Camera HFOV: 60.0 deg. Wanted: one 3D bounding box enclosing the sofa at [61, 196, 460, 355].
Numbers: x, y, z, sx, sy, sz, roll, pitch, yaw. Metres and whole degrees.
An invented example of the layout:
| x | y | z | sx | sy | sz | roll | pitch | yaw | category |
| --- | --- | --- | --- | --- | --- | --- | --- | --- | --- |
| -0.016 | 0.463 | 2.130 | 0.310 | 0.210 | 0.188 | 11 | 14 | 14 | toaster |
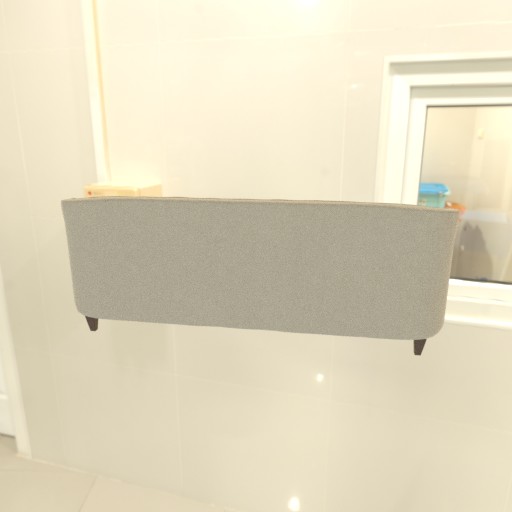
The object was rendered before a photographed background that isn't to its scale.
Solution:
| x | y | z | sx | sy | sz | roll | pitch | yaw | category |
| --- | --- | --- | --- | --- | --- | --- | --- | --- | --- |
| 0.000 | 0.000 | 2.848 | 2.278 | 0.855 | 0.941 | 3 | 16 | 9 | sofa |
